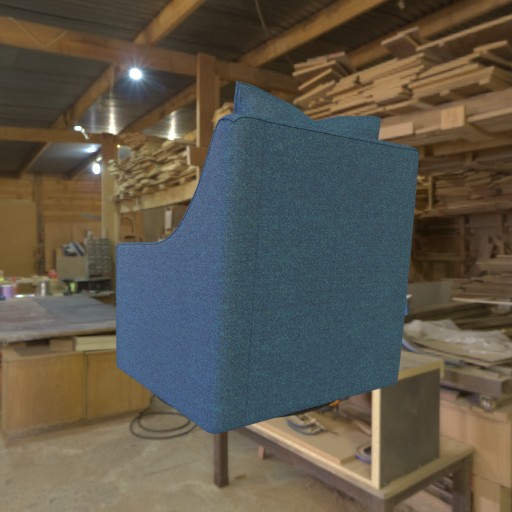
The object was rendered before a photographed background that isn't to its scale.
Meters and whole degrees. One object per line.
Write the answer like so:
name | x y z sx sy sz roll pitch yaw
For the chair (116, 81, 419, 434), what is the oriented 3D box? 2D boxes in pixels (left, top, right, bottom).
chair | 0.000 0.000 1.603 0.750 0.939 0.870 -1 2 -35
